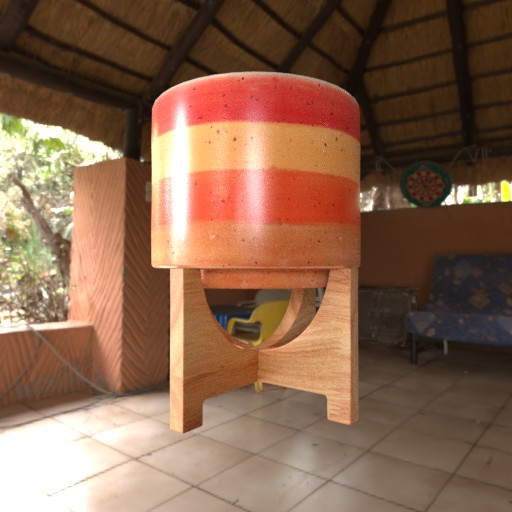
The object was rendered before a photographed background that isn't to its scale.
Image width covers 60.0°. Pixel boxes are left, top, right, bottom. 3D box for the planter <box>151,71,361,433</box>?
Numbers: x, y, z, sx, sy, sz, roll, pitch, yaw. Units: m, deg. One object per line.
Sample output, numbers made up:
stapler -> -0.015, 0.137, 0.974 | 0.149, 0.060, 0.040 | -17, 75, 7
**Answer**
planter -> 0.000, 0.000, 0.415 | 0.199, 0.268, 0.199 | 0, -1, 0
